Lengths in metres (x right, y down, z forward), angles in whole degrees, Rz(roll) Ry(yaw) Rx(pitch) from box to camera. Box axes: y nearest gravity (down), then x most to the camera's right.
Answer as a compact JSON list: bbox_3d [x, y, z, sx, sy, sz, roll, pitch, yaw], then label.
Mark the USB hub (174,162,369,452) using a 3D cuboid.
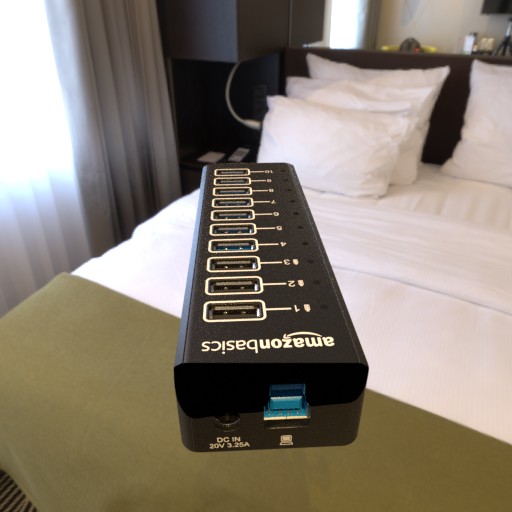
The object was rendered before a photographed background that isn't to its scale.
[{"bbox_3d":[0.000,0.000,0.163,0.044,0.023,0.145,-2,31,-3],"label":"USB hub"}]
